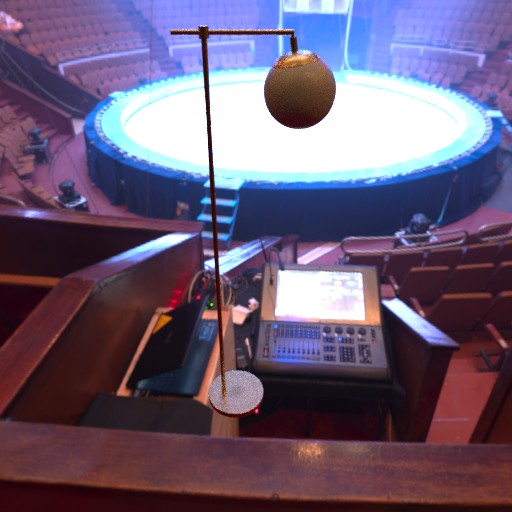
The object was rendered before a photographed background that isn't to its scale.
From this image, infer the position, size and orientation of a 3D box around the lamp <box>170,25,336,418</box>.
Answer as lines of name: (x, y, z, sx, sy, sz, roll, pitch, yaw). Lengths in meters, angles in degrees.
lamp: (0.000, 0.000, 1.627, 0.476, 1.505, 0.249, 0, 32, 0)
